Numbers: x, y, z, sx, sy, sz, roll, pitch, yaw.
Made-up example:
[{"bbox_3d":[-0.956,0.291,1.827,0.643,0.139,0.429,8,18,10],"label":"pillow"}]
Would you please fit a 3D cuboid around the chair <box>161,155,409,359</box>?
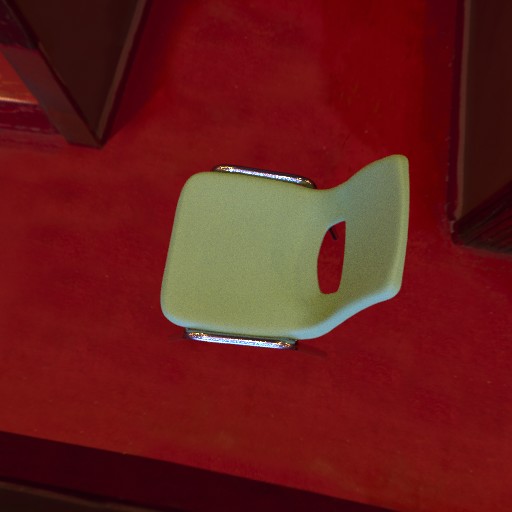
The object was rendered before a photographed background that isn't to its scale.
[{"bbox_3d":[0.000,0.000,0.936,0.436,0.653,0.381,8,76,2],"label":"chair"}]
